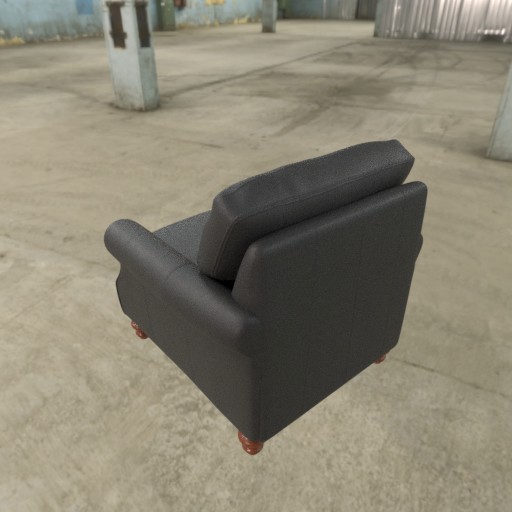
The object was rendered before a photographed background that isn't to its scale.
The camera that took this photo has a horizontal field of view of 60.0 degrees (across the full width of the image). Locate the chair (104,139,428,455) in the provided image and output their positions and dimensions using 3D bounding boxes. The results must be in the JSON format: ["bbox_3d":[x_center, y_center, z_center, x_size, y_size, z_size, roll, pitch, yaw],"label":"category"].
[{"bbox_3d":[0.000,0.000,1.792,1.015,0.960,1.027,-19,35,-30],"label":"chair"}]
